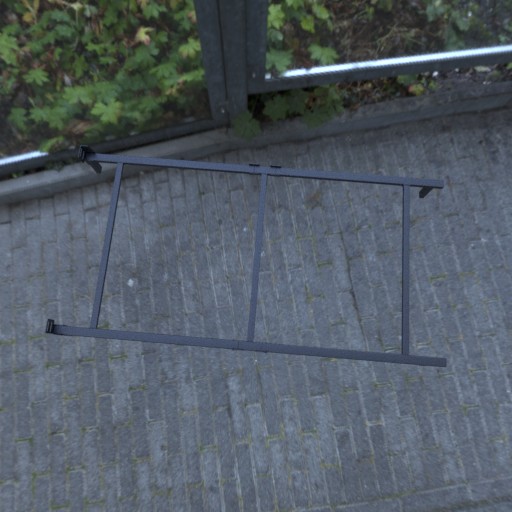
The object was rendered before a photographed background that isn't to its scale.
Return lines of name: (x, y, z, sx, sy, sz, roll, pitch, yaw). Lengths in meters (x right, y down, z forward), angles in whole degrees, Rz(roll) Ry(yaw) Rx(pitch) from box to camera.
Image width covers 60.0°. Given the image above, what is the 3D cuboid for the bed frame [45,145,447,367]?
bed frame: (0.000, 0.000, 2.280, 1.897, 0.248, 0.968, 5, 77, 1)
